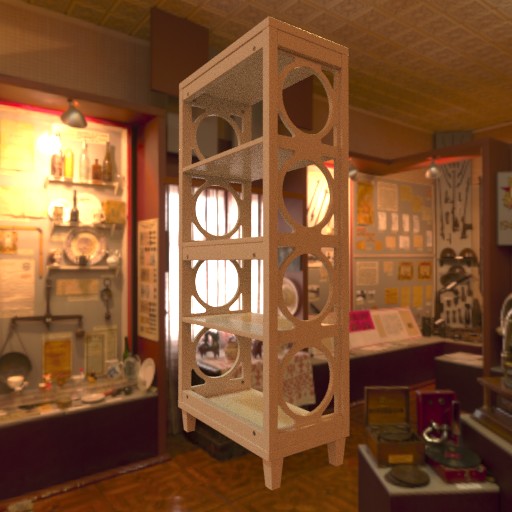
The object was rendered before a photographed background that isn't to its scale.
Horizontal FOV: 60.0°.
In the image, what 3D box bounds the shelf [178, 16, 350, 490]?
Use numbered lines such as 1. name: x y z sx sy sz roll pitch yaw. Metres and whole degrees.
1. shelf: 0.000 0.000 1.648 0.340 1.411 0.611 1 -1 -35
